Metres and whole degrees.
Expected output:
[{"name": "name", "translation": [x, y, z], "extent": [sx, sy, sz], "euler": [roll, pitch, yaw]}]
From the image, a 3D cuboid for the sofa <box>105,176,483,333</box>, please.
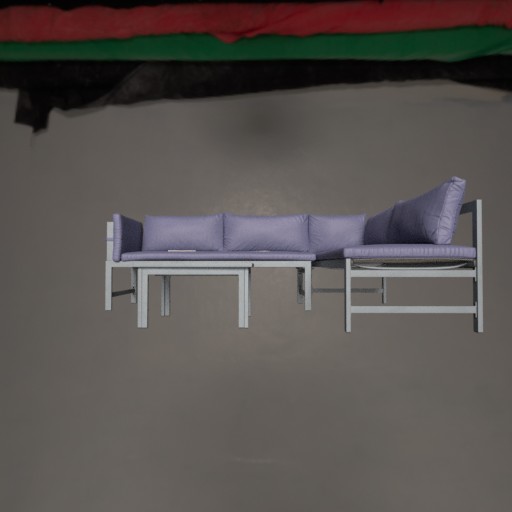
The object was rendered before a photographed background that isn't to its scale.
[{"name": "sofa", "translation": [0.000, 0.000, 2.923], "extent": [2.149, 0.762, 1.658], "euler": [0, -1, 1]}]
